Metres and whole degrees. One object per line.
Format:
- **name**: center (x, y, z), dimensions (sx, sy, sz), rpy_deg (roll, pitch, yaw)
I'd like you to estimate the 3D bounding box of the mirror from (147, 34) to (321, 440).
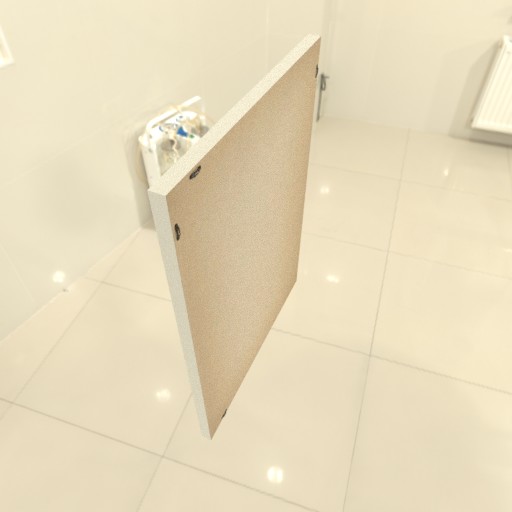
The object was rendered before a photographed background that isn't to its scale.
- **mirror**: center (0.000, 0.000, 1.332), dimensions (0.041, 1.016, 0.762), rpy_deg (19, 49, 17)
